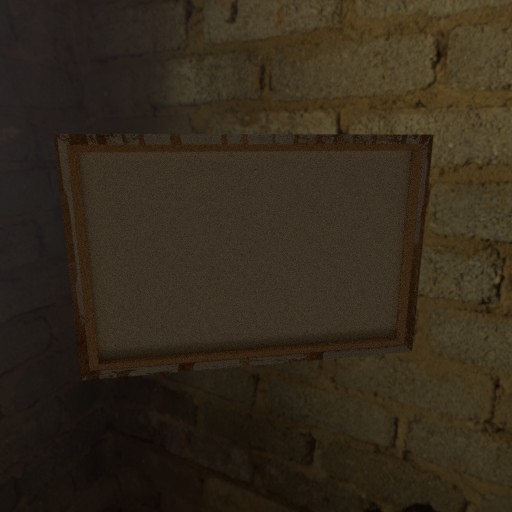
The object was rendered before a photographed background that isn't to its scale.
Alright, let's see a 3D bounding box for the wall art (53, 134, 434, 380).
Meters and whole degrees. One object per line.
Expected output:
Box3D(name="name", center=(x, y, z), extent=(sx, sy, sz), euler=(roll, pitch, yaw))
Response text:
Box3D(name="wall art", center=(0.000, 0.000, 1.149), extent=(0.914, 0.609, 0.035), euler=(-3, 15, -10))
